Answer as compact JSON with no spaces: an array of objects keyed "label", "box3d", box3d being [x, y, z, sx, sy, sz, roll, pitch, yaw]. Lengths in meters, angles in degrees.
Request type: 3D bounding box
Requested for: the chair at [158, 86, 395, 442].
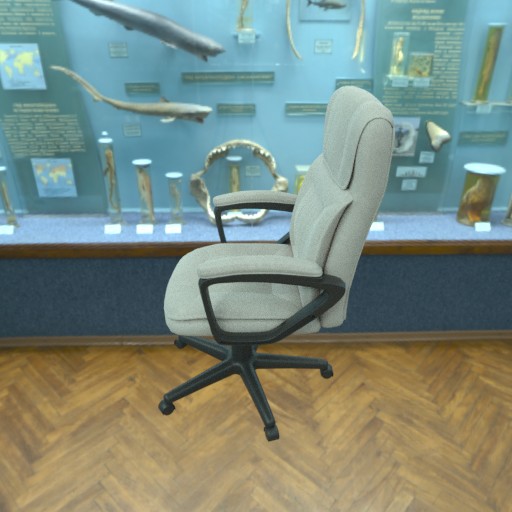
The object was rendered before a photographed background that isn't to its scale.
[{"label":"chair","box3d":[0.000,0.000,1.556,0.724,1.105,0.667,0,27,0]}]
